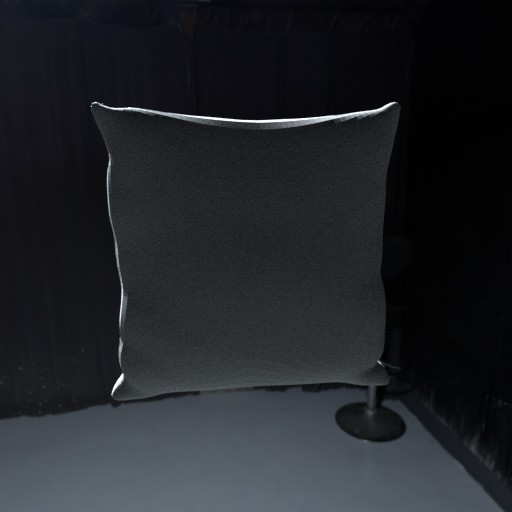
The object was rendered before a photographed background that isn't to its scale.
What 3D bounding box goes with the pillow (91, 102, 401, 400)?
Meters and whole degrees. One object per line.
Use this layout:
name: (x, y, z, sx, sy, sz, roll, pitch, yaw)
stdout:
pillow: (0.000, 0.000, 0.659, 0.440, 0.441, 0.182, -2, 13, -8)
